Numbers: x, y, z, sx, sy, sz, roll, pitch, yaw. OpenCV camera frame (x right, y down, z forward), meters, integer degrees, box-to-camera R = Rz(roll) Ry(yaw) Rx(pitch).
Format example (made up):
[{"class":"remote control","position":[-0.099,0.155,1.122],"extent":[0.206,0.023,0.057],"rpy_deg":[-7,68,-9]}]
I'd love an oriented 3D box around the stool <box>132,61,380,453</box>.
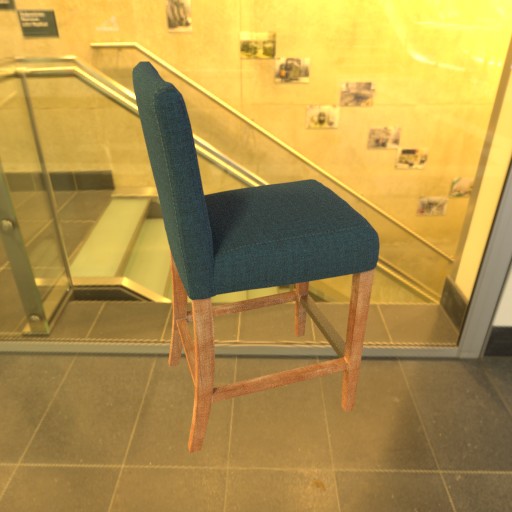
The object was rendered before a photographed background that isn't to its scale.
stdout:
[{"class":"stool","position":[0.000,0.000,1.311],"extent":[0.567,1.039,0.454],"rpy_deg":[-9,31,-16]}]
